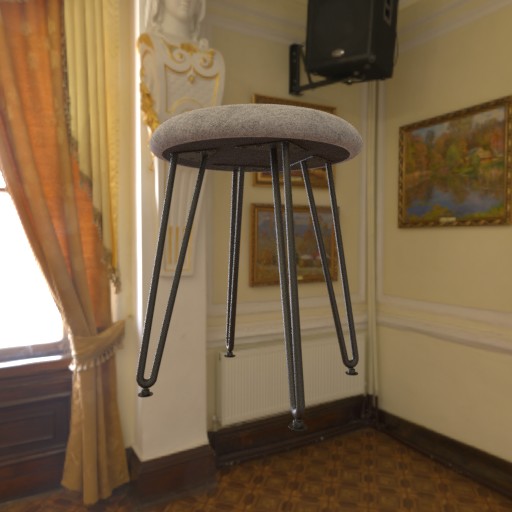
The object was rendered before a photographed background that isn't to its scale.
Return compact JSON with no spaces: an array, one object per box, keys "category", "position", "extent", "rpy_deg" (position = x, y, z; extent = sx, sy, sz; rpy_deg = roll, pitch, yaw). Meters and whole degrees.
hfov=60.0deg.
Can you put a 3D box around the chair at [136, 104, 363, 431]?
[{"category":"chair","position":[0.000,0.000,0.664],"extent":[0.350,0.386,0.350],"rpy_deg":[-1,2,-17]}]
